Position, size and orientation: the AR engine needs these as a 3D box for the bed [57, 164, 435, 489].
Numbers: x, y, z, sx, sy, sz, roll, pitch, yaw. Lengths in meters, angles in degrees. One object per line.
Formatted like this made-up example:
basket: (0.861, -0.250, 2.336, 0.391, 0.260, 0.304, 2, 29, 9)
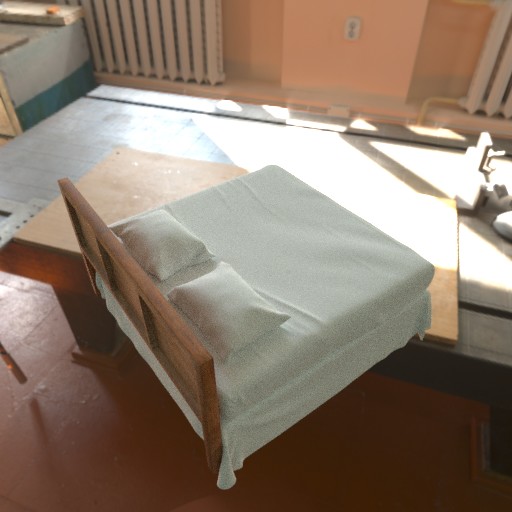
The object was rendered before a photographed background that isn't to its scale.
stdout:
bed: (0.000, 0.000, 3.479, 2.165, 1.158, 2.255, -26, 47, -27)
